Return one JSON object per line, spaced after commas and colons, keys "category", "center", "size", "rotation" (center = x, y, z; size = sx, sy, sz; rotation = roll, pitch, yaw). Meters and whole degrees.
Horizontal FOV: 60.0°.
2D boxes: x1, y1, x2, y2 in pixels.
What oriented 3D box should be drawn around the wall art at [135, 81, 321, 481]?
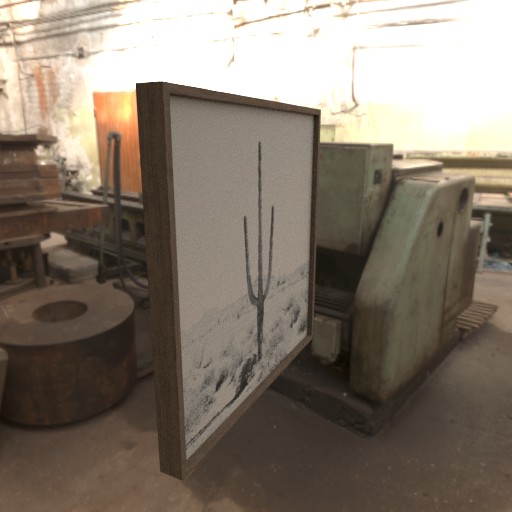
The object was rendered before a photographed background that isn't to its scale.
{"category": "wall art", "center": [0.000, 0.000, 0.763], "size": [0.038, 0.508, 0.508], "rotation": [7, 16, 26]}
